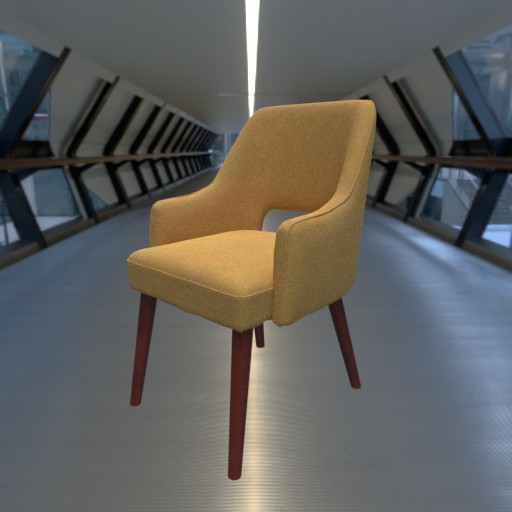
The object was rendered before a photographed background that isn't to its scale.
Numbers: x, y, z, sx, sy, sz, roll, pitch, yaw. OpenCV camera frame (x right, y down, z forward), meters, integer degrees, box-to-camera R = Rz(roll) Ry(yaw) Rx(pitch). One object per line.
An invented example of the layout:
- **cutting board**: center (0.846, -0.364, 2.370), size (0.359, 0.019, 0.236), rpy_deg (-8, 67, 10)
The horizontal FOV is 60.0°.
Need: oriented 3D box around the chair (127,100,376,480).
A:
- **chair**: center (0.000, 0.000, 1.239), size (0.548, 0.849, 0.605), rpy_deg (13, 19, 42)
